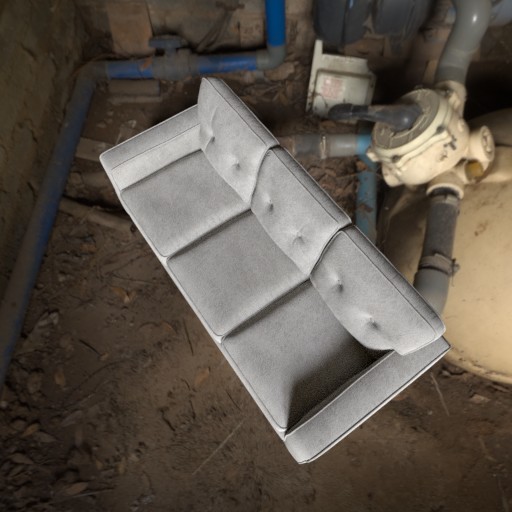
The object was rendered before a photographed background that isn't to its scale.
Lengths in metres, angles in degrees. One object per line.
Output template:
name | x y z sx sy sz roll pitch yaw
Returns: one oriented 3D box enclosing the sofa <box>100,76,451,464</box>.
sofa | 0.000 0.000 2.629 0.939 0.965 2.133 -33 69 -14
